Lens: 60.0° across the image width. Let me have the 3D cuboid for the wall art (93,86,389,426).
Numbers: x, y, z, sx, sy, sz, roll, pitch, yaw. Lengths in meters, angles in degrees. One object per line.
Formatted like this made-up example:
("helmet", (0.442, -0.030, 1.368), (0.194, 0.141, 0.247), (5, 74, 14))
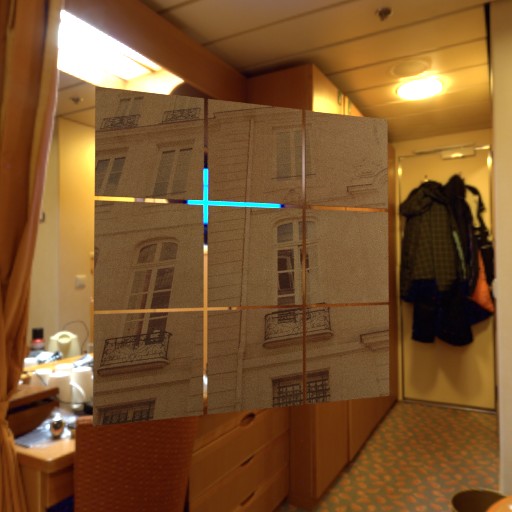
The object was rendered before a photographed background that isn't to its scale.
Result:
("wall art", (0.000, 0.000, 2.224), (1.526, 1.522, 0.023), (0, -1, -18))
